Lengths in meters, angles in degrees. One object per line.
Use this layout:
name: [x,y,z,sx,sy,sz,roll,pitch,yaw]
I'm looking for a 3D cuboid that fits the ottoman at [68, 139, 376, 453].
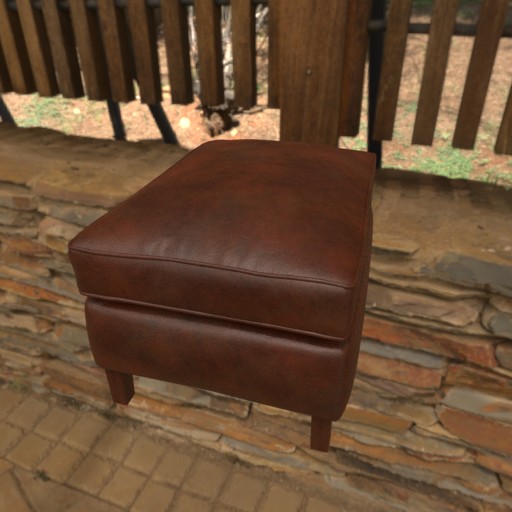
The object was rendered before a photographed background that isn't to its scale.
ottoman: [0.000,0.000,0.997,0.501,0.432,0.665,8,31,14]
